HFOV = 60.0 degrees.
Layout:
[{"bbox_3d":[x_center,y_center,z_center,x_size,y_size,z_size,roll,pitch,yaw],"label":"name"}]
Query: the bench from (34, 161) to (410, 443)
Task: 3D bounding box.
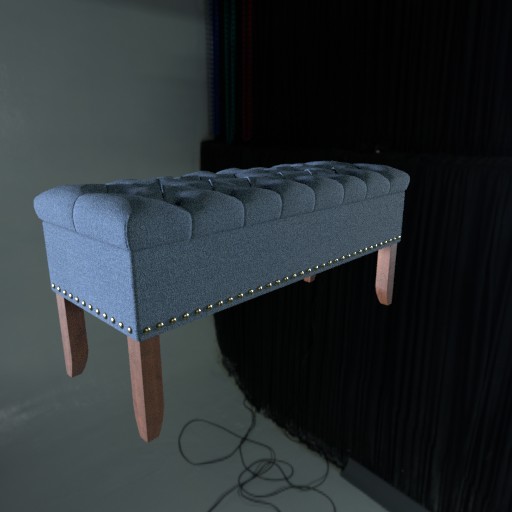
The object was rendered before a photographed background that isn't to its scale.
[{"bbox_3d":[0.000,0.000,1.295,0.417,0.492,1.052,15,22,42],"label":"bench"}]
